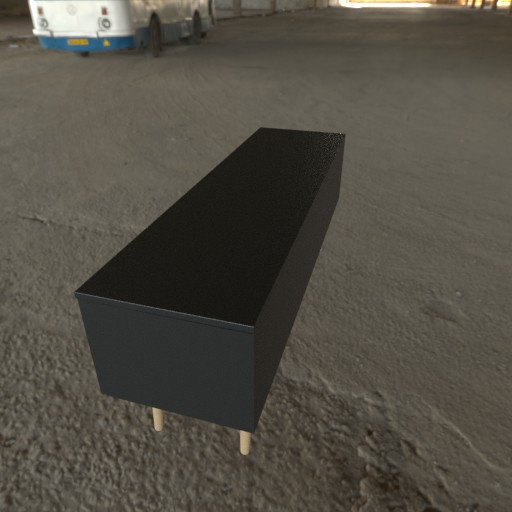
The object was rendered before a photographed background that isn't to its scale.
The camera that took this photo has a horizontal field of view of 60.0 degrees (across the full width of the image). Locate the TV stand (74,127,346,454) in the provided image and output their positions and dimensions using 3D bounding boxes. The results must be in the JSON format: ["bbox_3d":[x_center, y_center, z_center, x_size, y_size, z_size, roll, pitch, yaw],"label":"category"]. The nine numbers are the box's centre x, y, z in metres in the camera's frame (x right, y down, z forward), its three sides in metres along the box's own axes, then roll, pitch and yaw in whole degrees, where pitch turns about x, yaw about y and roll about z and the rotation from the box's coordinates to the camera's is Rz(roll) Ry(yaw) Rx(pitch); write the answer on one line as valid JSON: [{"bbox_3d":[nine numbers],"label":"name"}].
[{"bbox_3d":[0.000,0.000,1.507,0.390,0.518,1.312,9,32,15],"label":"TV stand"}]
